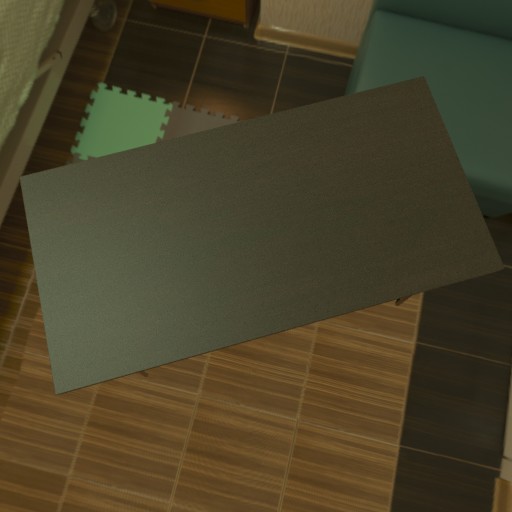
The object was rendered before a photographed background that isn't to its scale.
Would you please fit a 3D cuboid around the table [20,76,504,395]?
[{"bbox_3d":[0.000,0.000,1.315,0.991,0.660,0.499,-15,77,-4],"label":"table"}]
